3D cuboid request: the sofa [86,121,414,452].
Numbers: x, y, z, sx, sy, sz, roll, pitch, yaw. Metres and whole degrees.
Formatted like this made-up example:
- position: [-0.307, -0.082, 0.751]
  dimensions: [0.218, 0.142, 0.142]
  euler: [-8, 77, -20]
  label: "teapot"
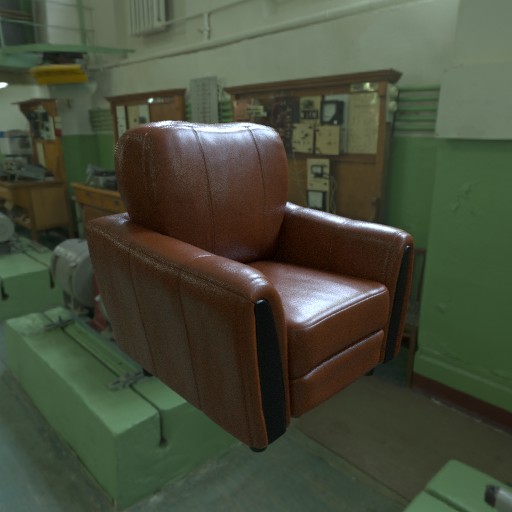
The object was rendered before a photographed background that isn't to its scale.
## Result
- position: [0.000, 0.000, 1.498]
  dimensions: [0.836, 0.876, 0.789]
  euler: [-15, 22, -43]
  label: "sofa"
